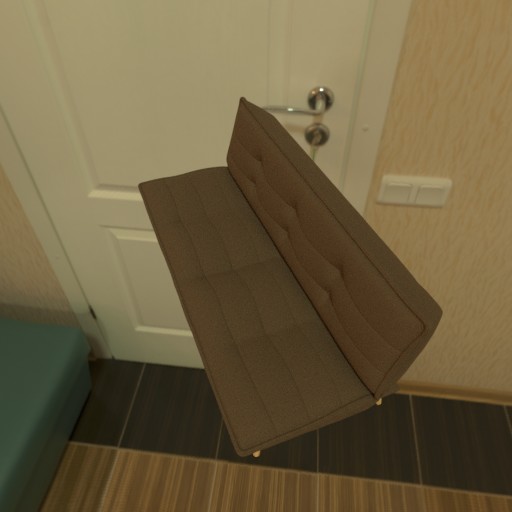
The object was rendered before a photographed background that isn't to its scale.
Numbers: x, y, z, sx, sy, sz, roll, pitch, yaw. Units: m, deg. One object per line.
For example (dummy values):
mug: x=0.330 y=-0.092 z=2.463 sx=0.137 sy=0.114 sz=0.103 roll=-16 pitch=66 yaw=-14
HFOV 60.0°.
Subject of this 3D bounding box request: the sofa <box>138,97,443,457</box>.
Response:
sofa: x=0.000 y=0.000 z=2.472 sx=0.950 sy=0.890 sz=1.940 roll=-17 pitch=48 yaw=-15
